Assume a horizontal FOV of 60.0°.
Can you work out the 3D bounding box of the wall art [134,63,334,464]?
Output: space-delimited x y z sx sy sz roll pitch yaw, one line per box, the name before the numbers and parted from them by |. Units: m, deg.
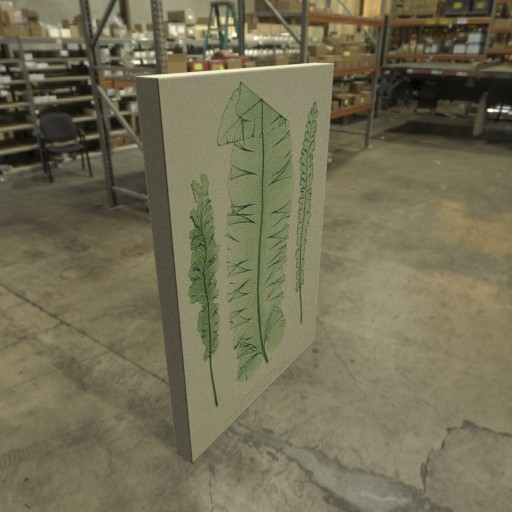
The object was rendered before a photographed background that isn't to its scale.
wall art | 0.000 0.000 0.780 0.038 0.608 0.418 18 31 32
